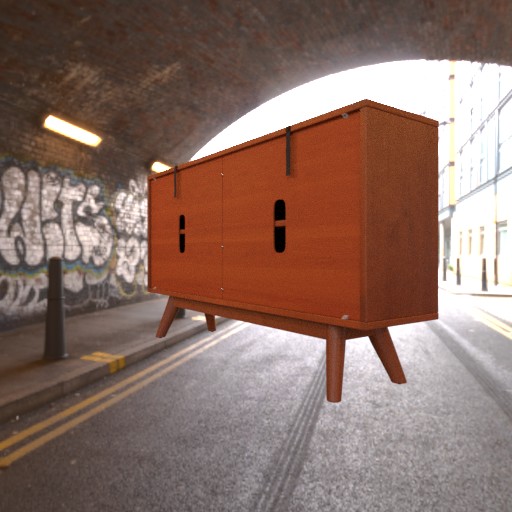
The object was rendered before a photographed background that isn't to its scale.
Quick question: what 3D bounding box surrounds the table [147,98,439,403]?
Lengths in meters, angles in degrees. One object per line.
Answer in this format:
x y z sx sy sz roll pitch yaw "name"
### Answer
0.000 0.000 1.547 0.308 0.698 1.220 0 0 -36 "table"
